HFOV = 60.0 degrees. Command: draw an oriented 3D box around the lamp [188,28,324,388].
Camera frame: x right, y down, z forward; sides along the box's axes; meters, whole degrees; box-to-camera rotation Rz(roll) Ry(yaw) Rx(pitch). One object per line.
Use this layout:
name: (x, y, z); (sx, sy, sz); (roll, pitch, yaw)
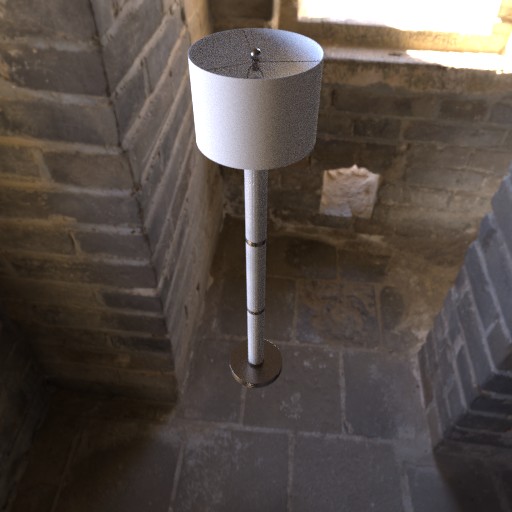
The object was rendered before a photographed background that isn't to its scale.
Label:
lamp: (0.000, 0.000, 1.779); (0.377, 1.599, 0.377); (-32, 53, -28)
